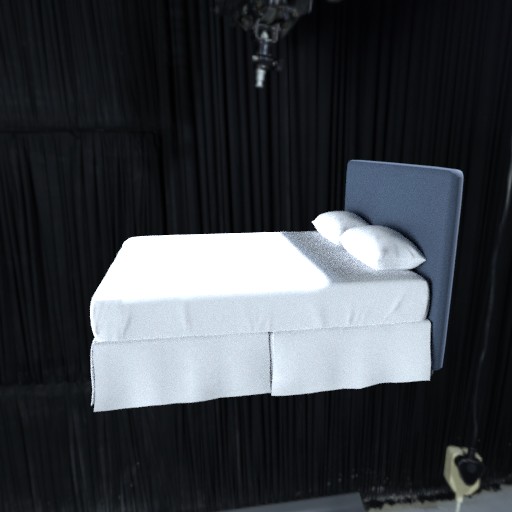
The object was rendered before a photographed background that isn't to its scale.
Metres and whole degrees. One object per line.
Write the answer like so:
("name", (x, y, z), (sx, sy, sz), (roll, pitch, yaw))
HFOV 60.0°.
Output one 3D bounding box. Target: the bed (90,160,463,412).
("bed", (0.000, 0.000, 3.260), (2.162, 1.330, 1.713), (-2, 14, -9))
